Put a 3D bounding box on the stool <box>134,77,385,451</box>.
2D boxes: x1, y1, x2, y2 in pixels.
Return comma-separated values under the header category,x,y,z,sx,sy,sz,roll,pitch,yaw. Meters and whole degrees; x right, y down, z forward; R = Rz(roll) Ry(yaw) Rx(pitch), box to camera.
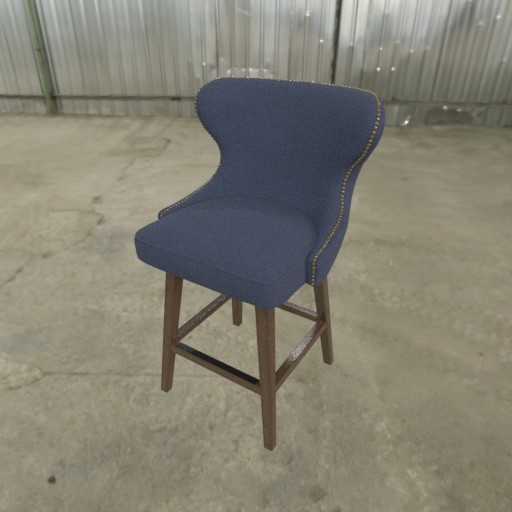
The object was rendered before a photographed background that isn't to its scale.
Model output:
category,x,y,z,sx,sy,sz,roll,pitch,yaw
stool,0.000,0.000,1.395,0.615,0.972,0.597,18,35,28
